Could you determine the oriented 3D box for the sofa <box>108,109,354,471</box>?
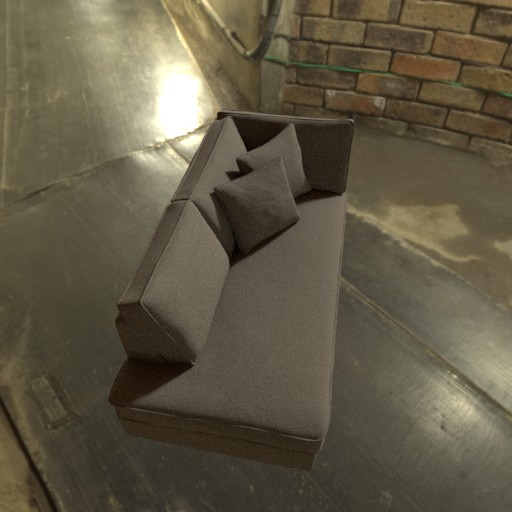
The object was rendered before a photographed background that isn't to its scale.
[{"bbox_3d":[0.000,0.000,2.853,1.110,1.033,2.237,8,48,8],"label":"sofa"}]
